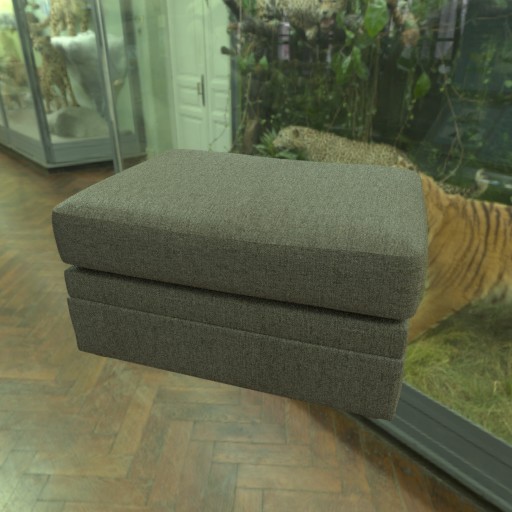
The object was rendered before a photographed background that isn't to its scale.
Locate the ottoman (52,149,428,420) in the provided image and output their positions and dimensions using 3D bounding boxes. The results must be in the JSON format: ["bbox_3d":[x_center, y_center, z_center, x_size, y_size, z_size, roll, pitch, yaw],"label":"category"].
[{"bbox_3d":[0.000,0.000,1.275,0.885,0.478,0.637,8,28,16],"label":"ottoman"}]
